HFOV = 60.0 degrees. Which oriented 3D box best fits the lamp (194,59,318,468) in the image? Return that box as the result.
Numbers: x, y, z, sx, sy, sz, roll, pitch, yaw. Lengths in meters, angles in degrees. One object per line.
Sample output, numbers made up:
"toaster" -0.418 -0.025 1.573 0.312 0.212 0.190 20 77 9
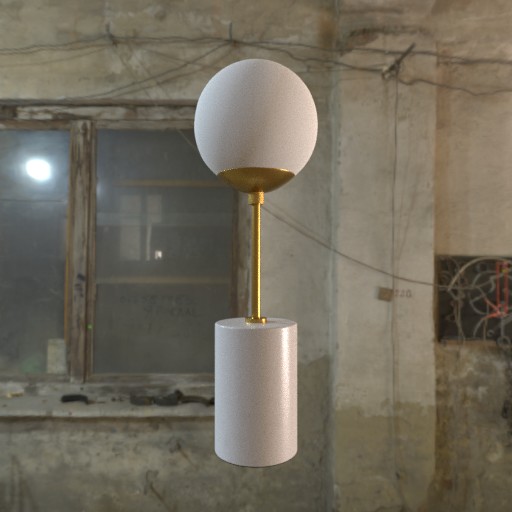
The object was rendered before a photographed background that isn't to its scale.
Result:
"lamp" 0.000 0.000 0.554 0.153 0.480 0.153 0 -1 0
